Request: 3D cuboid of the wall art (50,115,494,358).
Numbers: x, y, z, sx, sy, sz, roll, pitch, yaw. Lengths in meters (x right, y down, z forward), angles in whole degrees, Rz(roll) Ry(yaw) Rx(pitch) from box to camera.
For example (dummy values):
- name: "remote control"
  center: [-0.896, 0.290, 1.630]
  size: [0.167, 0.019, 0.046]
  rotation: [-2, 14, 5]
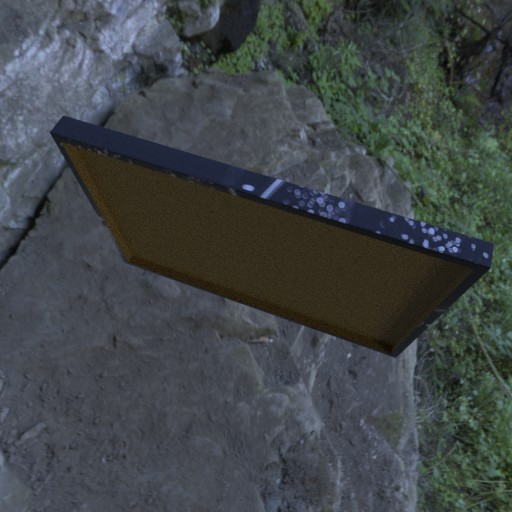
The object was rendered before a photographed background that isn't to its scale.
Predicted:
- name: "wall art"
  center: [0.000, 0.000, 0.762]
  size: [0.609, 0.406, 0.037]
  rotation: [18, 64, 9]
